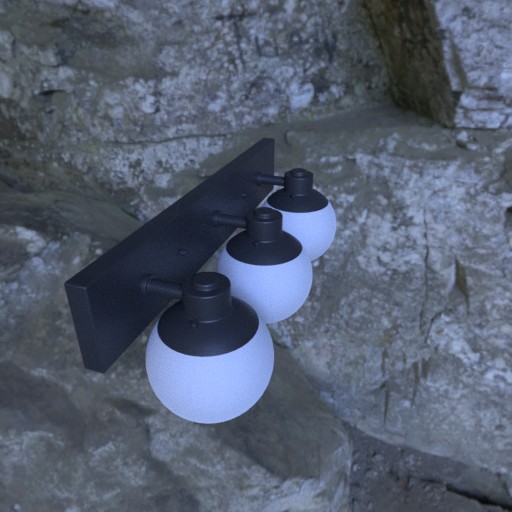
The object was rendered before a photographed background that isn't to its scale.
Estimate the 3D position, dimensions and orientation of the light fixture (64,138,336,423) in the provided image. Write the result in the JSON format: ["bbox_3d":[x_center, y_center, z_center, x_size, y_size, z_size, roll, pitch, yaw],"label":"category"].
[{"bbox_3d":[0.000,0.000,0.841,0.218,0.263,0.721,10,30,17],"label":"light fixture"}]
